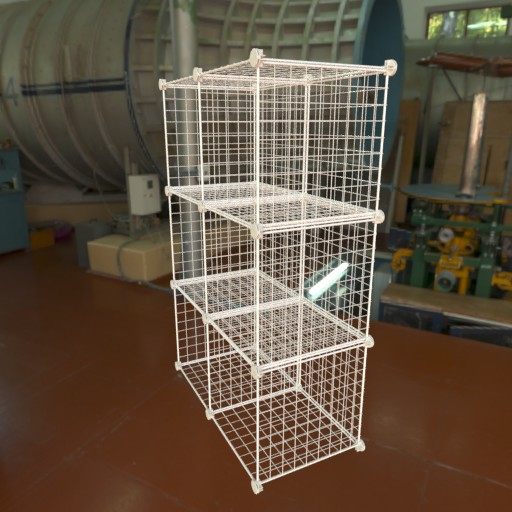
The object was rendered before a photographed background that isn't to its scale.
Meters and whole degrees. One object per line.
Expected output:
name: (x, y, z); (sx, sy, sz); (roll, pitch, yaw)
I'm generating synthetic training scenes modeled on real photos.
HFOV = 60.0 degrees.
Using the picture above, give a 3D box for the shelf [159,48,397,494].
shelf: (0.000, 0.000, 1.378); (0.356, 1.067, 0.711); (-8, 18, -26)
